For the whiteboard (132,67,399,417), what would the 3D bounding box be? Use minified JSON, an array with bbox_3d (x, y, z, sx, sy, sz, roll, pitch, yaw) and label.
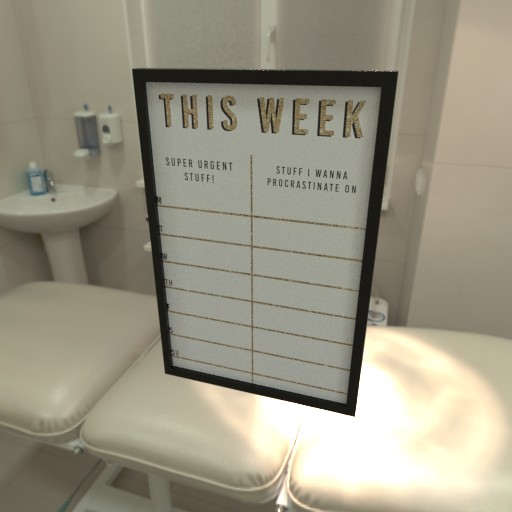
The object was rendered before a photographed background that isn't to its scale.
[{"bbox_3d":[0.000,0.000,0.785,0.406,0.611,0.026,8,26,16],"label":"whiteboard"}]
